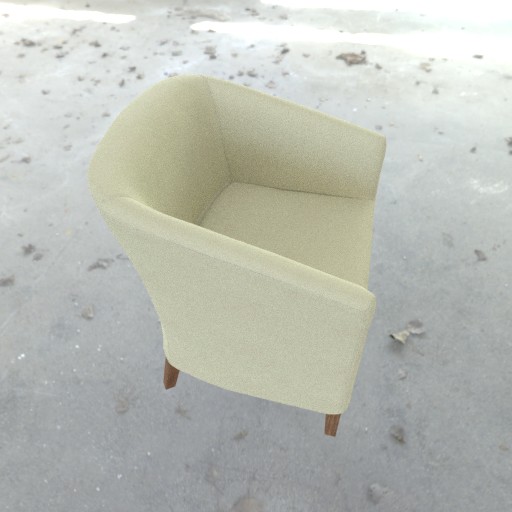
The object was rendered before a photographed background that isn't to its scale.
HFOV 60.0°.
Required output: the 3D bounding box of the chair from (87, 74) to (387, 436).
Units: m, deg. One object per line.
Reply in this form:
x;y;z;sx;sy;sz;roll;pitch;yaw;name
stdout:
0.000;0.000;1.281;0.657;0.822;0.643;10;47;9;chair
